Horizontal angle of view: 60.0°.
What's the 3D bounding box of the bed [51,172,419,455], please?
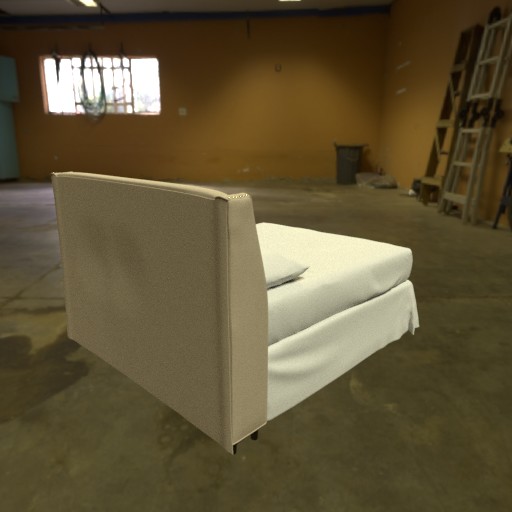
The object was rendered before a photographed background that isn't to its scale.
[{"bbox_3d":[0.000,0.000,3.441,1.925,1.332,2.276,14,21,43],"label":"bed"}]
